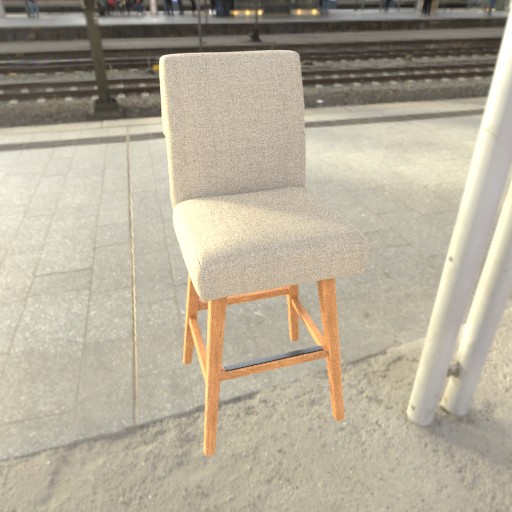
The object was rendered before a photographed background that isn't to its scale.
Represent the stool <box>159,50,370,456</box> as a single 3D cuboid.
[{"bbox_3d":[0.000,0.000,1.373,0.483,1.106,0.569,-9,32,-15],"label":"stool"}]
